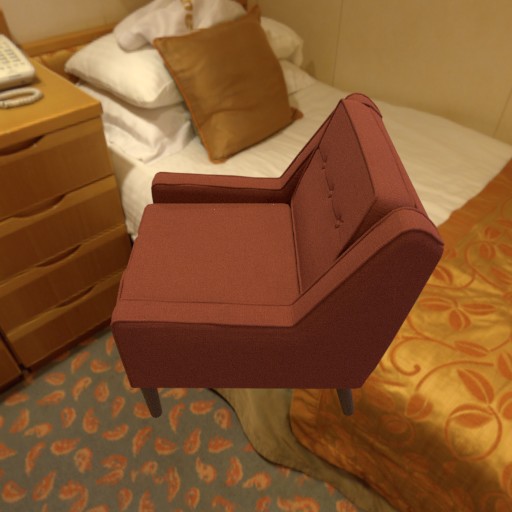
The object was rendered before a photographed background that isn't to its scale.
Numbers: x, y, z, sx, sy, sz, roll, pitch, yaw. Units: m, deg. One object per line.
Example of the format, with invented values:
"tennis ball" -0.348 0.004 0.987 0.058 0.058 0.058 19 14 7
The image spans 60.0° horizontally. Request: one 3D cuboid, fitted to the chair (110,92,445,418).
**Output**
"chair" 0.000 0.000 1.366 0.770 0.812 0.680 0 43 0
